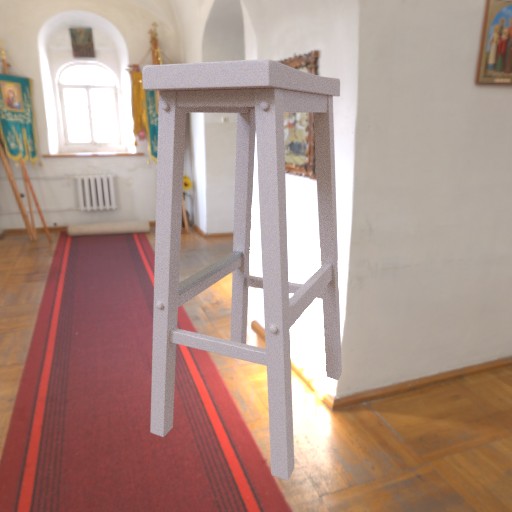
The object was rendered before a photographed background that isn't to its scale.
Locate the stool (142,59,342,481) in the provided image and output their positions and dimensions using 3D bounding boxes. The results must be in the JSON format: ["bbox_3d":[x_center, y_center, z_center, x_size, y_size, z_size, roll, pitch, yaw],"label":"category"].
[{"bbox_3d":[0.000,0.000,0.970,0.322,0.742,0.406,8,19,24],"label":"stool"}]
